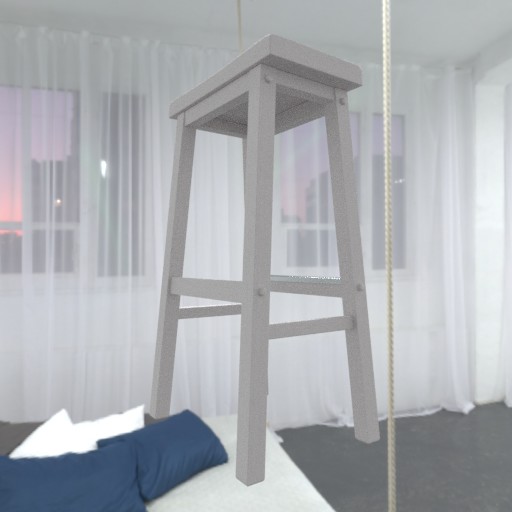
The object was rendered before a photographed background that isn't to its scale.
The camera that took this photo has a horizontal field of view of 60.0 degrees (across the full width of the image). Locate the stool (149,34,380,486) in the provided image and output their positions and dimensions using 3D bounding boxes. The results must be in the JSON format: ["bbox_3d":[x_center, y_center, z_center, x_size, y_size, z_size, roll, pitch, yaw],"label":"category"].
[{"bbox_3d":[0.000,0.000,0.967,0.322,0.742,0.406,1,-1,-35],"label":"stool"}]
